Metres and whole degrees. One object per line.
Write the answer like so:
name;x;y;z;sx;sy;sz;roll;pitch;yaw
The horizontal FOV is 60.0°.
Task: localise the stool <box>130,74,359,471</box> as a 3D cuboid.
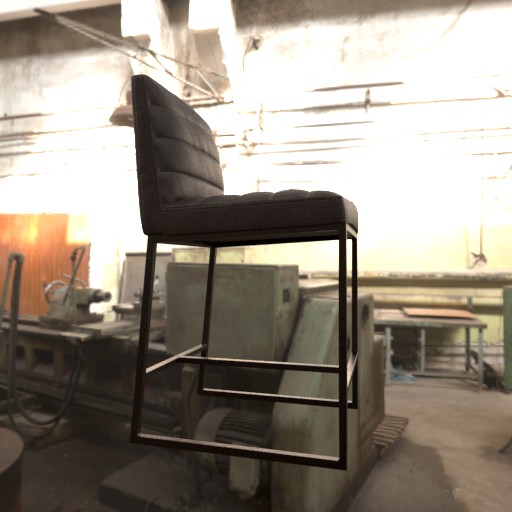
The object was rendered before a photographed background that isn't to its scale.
stool;0.000;0.000;1.258;0.562;0.946;0.463;0;-1;16
